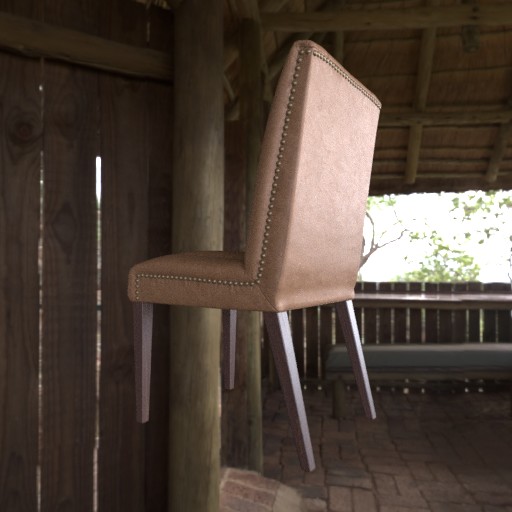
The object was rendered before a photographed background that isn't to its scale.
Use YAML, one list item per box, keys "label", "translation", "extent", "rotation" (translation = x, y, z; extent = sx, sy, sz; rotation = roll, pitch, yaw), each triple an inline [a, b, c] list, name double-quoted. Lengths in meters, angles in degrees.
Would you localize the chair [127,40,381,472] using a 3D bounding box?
- label: "chair"
  translation: [0.000, 0.000, 1.383]
  extent: [0.647, 1.016, 0.511]
  rotation: [-1, -1, 35]
